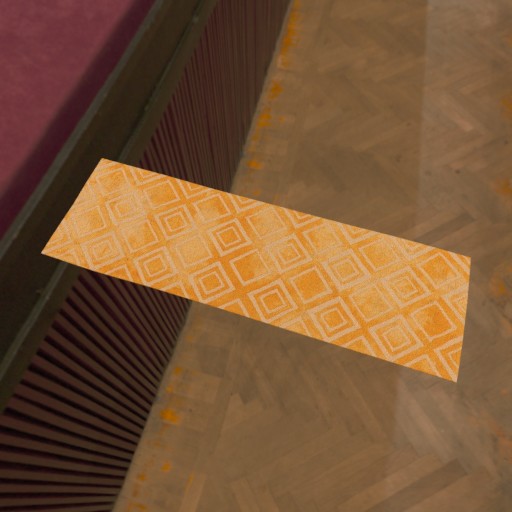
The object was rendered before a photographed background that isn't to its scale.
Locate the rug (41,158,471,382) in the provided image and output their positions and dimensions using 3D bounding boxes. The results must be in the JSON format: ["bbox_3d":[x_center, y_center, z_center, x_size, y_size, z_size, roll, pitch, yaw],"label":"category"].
[{"bbox_3d":[0.000,0.000,2.629,2.438,0.010,0.775,16,63,8],"label":"rug"}]
